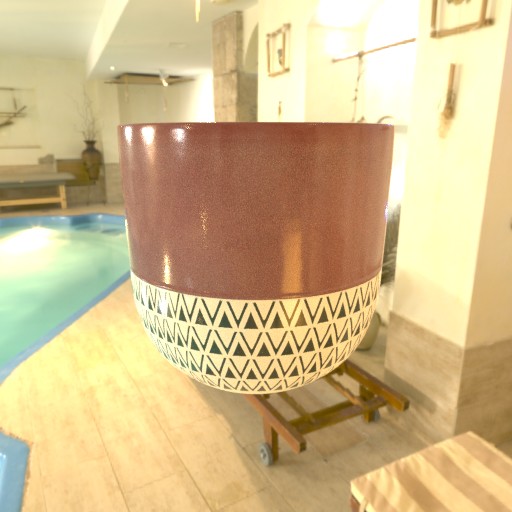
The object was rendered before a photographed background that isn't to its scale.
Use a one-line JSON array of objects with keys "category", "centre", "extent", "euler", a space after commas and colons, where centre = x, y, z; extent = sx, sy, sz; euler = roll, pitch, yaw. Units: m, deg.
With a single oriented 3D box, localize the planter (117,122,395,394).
[{"category": "planter", "centre": [0.000, 0.000, 0.477], "extent": [0.266, 0.270, 0.266], "euler": [0, 15, 0]}]
